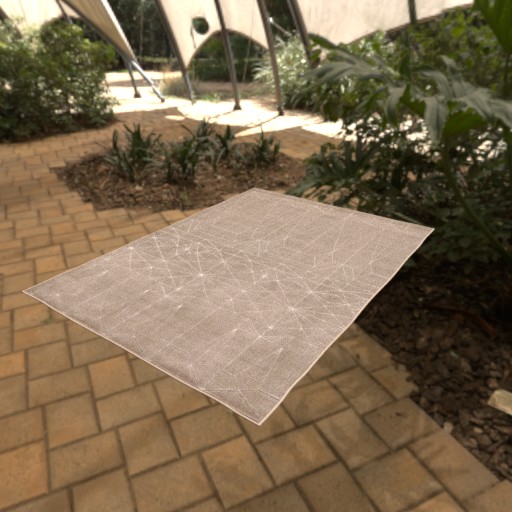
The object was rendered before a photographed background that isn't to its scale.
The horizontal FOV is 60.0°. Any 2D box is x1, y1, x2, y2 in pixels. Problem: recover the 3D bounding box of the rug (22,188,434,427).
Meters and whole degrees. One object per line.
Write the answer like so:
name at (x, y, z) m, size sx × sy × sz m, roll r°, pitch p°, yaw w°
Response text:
rug at (0.000, 0.000, 4.297) m, size 2.449 × 0.019 × 3.357 m, roll 18°, pitch 32°, yaw 31°
